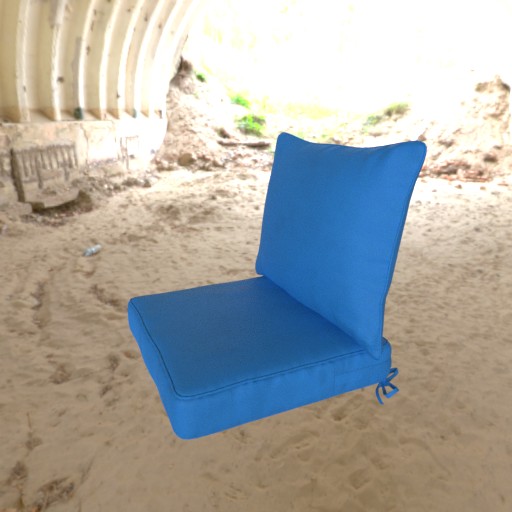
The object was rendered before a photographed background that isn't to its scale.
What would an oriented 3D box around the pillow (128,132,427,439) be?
[{"bbox_3d":[0.000,0.000,1.395,0.733,0.725,0.798,-8,19,-24],"label":"pillow"}]
